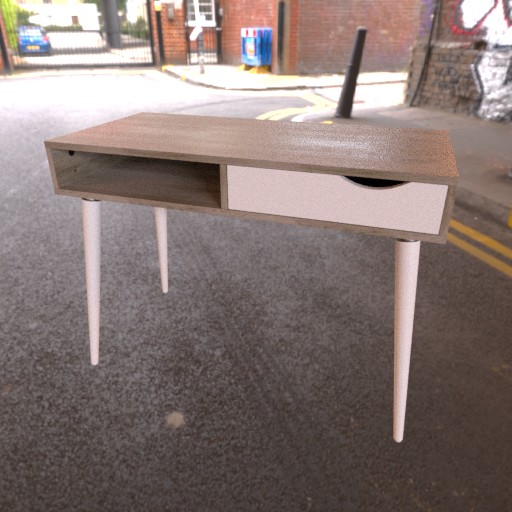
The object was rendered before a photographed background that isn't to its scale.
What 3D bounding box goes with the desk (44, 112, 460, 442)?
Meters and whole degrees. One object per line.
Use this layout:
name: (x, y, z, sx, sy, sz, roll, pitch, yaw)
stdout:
desk: (0.000, 0.000, 1.349, 0.979, 0.723, 0.491, 9, 28, 16)
